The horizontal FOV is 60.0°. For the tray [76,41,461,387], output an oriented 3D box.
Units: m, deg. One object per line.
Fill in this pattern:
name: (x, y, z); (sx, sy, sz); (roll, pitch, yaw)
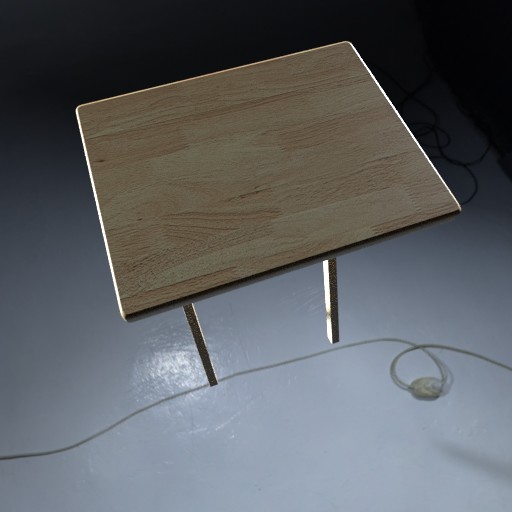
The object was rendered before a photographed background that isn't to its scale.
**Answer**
tray: (0.000, 0.000, 0.955); (0.483, 0.660, 0.381); (-17, 64, -9)
